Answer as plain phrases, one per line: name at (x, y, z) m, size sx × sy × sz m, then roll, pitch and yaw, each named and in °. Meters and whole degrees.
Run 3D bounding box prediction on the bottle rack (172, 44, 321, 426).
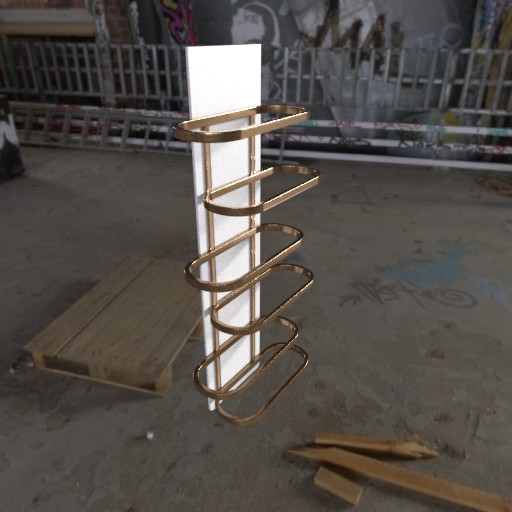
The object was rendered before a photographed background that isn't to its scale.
bottle rack at (0.000, 0.000, 0.828) m, size 0.118 × 0.709 × 0.332 m, roll 18°, pitch 32°, yaw 31°
